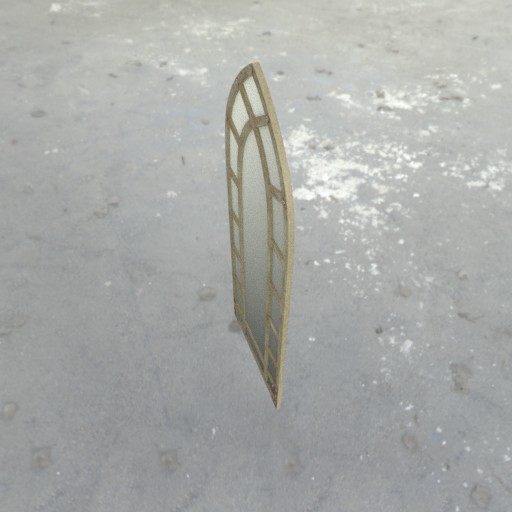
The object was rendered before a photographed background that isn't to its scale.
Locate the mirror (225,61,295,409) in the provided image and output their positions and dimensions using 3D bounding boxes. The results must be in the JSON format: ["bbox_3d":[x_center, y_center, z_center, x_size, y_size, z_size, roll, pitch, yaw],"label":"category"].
[{"bbox_3d":[0.000,0.000,1.349,0.025,1.175,0.464,-16,49,-14],"label":"mirror"}]
